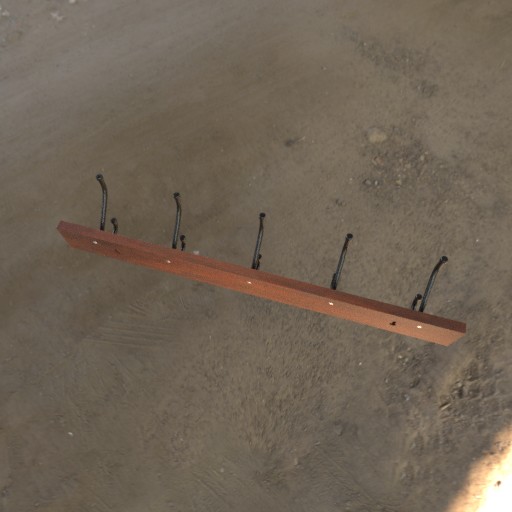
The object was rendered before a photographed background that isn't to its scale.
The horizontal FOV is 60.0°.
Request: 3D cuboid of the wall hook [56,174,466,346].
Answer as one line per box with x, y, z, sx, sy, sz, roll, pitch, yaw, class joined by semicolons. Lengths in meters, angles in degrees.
0.000;0.000;0.612;0.571;0.117;0.071;14;64;7;wall hook
